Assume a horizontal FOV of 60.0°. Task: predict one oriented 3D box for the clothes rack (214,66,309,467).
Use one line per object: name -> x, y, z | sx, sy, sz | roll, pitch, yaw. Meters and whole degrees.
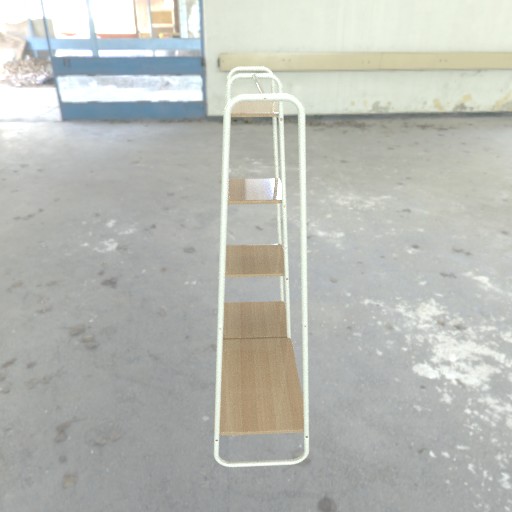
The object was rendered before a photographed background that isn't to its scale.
clothes rack -> 0.000, 0.000, 1.991 | 0.400, 1.500, 1.011 | -1, 27, -2
